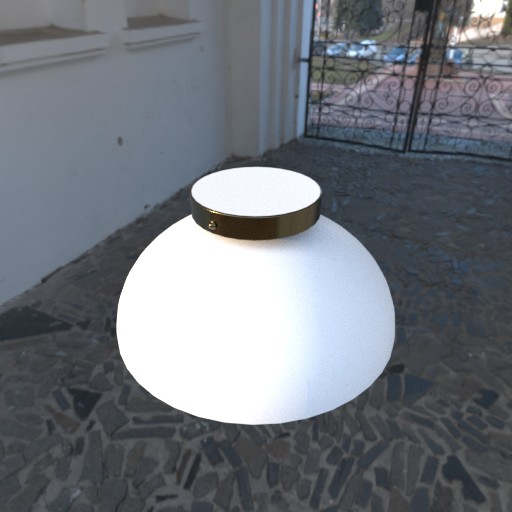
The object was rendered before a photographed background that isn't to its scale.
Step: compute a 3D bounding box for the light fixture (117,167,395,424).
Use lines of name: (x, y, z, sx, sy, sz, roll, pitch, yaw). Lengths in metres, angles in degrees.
light fixture: (0.000, 0.000, 0.544, 0.355, 0.177, 0.355, 0, 31, 0)
